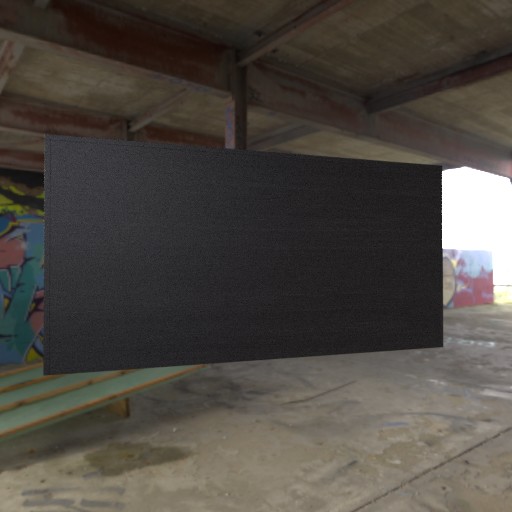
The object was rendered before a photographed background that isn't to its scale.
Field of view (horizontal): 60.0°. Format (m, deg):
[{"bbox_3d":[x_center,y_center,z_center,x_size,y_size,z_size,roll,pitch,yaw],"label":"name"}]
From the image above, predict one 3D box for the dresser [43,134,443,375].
[{"bbox_3d":[0.000,0.000,1.889,1.590,0.795,0.400,0,-1,-18],"label":"dresser"}]
